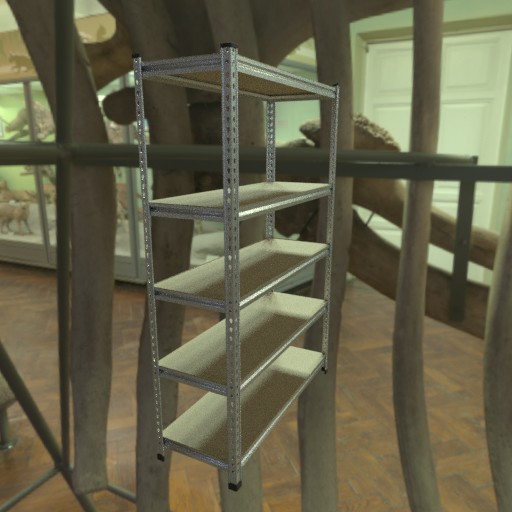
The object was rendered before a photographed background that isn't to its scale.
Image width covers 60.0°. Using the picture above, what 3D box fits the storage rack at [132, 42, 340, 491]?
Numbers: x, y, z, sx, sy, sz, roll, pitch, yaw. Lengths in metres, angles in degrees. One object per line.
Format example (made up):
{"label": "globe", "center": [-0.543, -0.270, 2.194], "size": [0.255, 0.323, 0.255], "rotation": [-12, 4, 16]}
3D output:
{"label": "storage rack", "center": [0.000, 0.000, 2.360], "size": [0.457, 1.829, 1.219], "rotation": [7, 16, 27]}
